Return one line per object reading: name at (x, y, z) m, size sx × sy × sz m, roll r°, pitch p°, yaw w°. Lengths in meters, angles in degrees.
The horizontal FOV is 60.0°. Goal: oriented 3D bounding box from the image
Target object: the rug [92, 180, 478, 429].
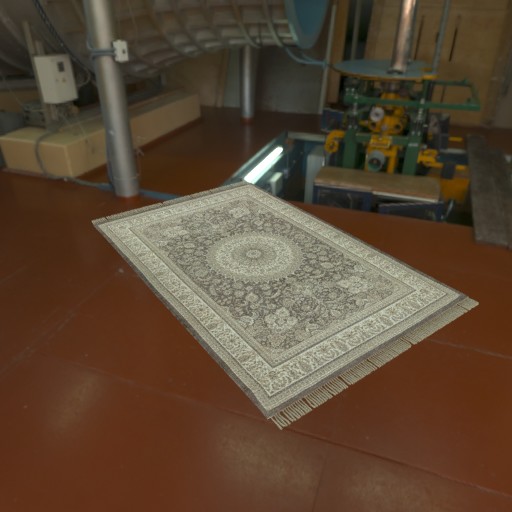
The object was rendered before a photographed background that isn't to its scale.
rug at (0.000, 0.000, 4.336) m, size 2.143 × 0.015 × 3.422 m, roll -20°, pitch 36°, yaw -30°
